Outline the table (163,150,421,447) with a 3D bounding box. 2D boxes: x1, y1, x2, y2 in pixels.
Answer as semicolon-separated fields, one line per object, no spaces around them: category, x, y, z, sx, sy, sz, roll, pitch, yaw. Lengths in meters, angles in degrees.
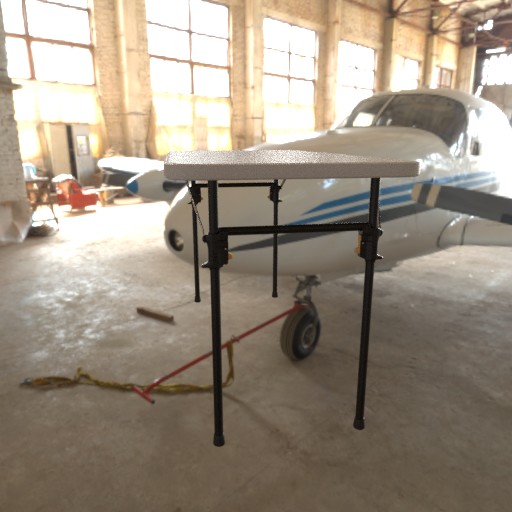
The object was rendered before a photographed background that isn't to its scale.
table;0.000;0.000;1.631;0.610;0.729;1.219;-3;15;-10
